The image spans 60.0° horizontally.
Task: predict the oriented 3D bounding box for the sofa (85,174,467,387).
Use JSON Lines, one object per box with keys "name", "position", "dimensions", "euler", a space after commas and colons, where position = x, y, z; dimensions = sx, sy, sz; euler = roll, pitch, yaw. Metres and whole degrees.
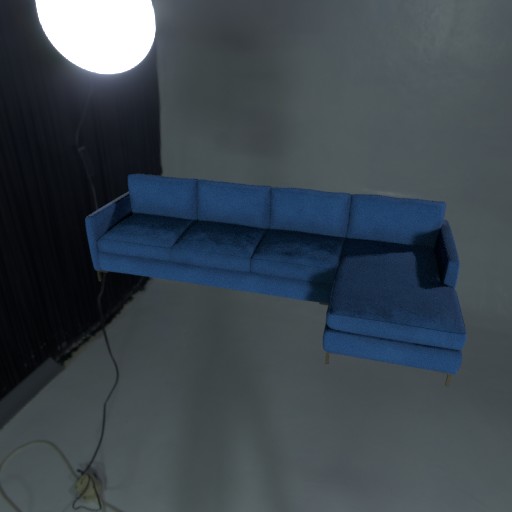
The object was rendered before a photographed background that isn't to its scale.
{"name": "sofa", "position": [0.000, 0.000, 3.465], "dimensions": [2.932, 0.810, 1.350], "euler": [7, 28, 14]}
